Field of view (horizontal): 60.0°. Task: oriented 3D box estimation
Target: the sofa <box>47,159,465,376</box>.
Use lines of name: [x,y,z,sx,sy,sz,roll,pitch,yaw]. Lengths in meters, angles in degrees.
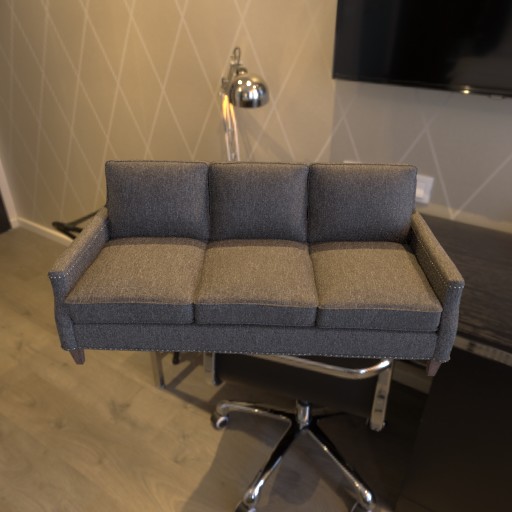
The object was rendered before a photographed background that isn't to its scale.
sofa: [0.000,0.000,2.815,2.246,1.003,1.084,1,31,2]
